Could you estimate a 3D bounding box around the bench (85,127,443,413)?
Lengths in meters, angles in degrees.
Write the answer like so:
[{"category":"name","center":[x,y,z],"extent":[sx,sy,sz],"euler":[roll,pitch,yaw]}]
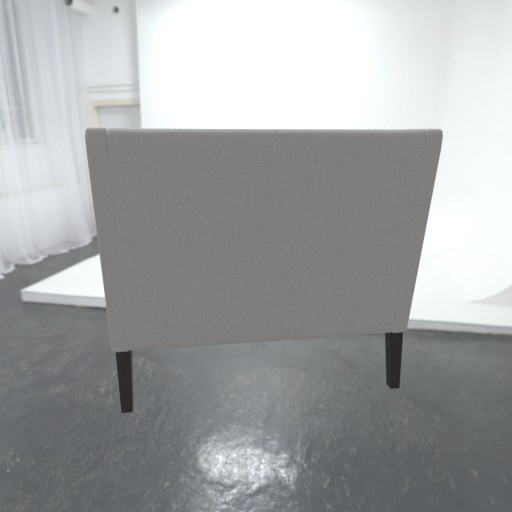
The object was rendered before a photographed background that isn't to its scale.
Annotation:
[{"category":"bench","center":[0.000,0.000,2.061],"extent":[1.280,1.123,0.847],"euler":[-2,15,-9]}]
